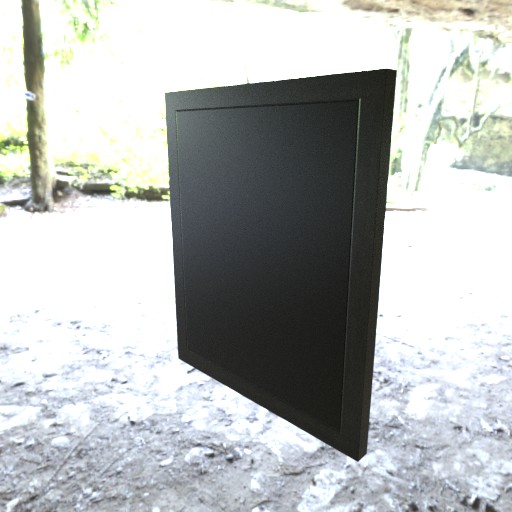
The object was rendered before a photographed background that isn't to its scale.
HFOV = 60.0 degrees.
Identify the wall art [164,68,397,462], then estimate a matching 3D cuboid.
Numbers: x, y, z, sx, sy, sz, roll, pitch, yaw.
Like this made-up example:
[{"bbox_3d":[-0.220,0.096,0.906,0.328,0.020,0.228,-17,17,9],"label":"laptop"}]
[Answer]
[{"bbox_3d":[0.000,0.000,0.796,0.479,0.580,0.027,15,21,42],"label":"wall art"}]
